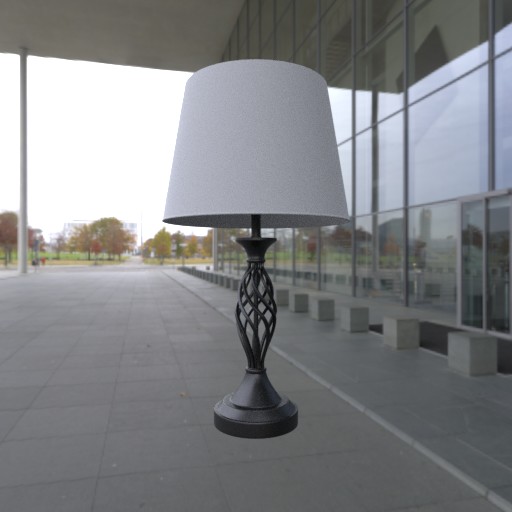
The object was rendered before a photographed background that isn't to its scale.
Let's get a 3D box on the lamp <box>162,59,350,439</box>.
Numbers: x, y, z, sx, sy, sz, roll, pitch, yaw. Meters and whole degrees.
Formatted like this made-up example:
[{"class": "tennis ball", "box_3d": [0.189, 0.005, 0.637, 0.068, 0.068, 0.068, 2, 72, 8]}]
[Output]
[{"class": "lamp", "box_3d": [0.000, 0.000, 0.795, 0.331, 0.594, 0.331, 0, 0, 0]}]
